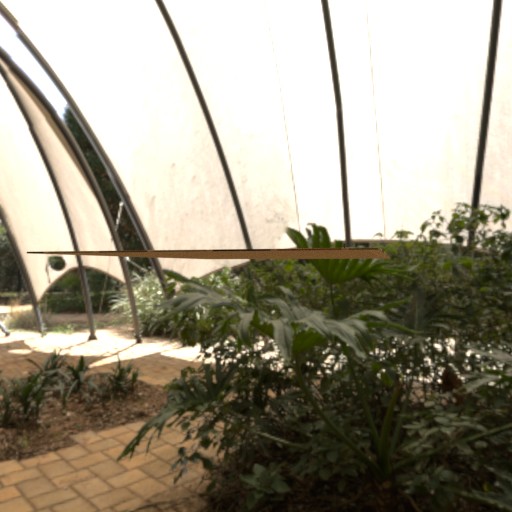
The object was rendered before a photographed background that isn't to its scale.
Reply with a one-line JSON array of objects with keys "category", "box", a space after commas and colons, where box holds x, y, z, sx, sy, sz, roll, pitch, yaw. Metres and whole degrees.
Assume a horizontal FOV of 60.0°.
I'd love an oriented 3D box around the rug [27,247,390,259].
[{"category": "rug", "box": [0.000, 0.000, 4.305, 2.439, 0.013, 3.200, 0, -1, 18]}]
